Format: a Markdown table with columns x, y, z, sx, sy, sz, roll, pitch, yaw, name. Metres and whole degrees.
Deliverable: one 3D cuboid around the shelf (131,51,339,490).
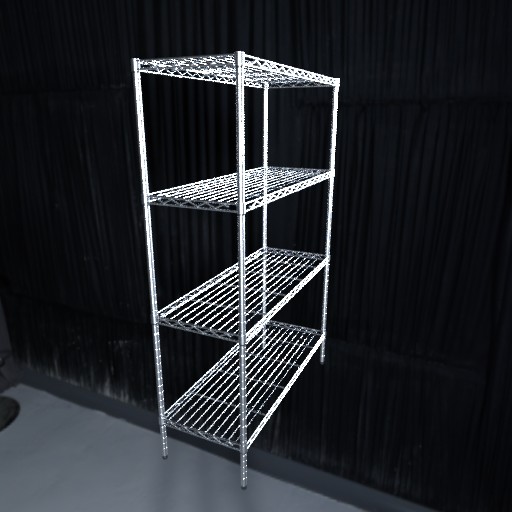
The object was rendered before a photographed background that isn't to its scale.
| x | y | z | sx | sy | sz | roll | pitch | yaw | name |
| --- | --- | --- | --- | --- | --- | --- | --- | --- | --- |
| 0.000 | 0.000 | 1.752 | 0.352 | 1.360 | 0.907 | 8 | 19 | 24 | shelf |
